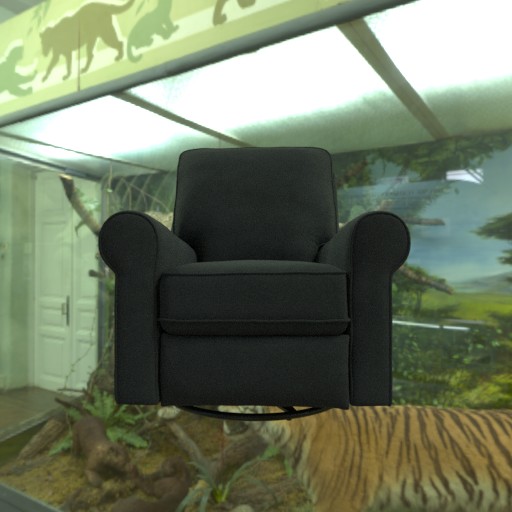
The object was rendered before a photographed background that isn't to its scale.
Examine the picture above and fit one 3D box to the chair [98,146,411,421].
[{"bbox_3d":[0.000,0.000,1.644,0.890,0.961,0.878,0,0,1],"label":"chair"}]
